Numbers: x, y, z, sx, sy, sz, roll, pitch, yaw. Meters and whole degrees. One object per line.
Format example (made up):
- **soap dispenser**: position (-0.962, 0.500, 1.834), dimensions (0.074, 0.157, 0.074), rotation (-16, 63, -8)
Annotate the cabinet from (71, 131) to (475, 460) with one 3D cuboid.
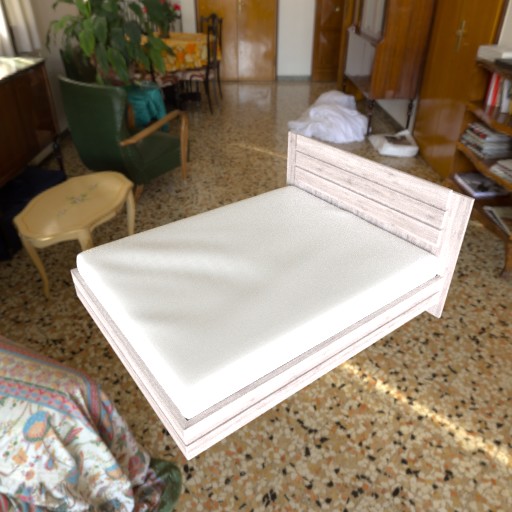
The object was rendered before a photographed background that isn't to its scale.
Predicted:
- **cabinet**: position (0.000, 0.000, 3.065), dimensions (2.080, 0.970, 1.750), rotation (-22, 39, -30)
